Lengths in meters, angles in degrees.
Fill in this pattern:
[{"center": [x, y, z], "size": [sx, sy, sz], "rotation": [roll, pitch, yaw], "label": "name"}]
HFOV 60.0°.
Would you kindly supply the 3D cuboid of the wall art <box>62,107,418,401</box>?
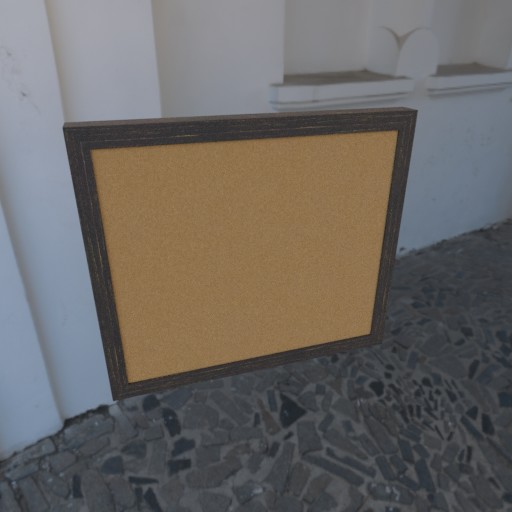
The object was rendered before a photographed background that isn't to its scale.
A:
[{"center": [0.000, 0.000, 0.542], "size": [0.381, 0.330, 0.031], "rotation": [-8, 27, -16], "label": "wall art"}]
